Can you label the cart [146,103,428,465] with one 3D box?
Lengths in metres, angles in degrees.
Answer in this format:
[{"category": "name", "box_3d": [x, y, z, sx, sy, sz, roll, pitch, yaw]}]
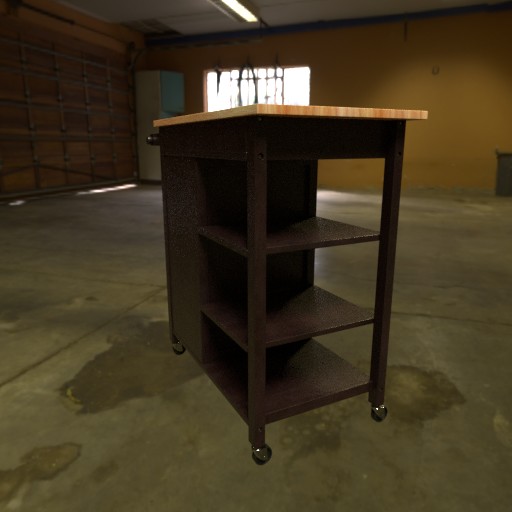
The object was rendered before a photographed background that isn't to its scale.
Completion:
[{"category": "cart", "box_3d": [0.000, 0.000, 1.476, 0.472, 0.878, 0.914, -7, 16, -26]}]
